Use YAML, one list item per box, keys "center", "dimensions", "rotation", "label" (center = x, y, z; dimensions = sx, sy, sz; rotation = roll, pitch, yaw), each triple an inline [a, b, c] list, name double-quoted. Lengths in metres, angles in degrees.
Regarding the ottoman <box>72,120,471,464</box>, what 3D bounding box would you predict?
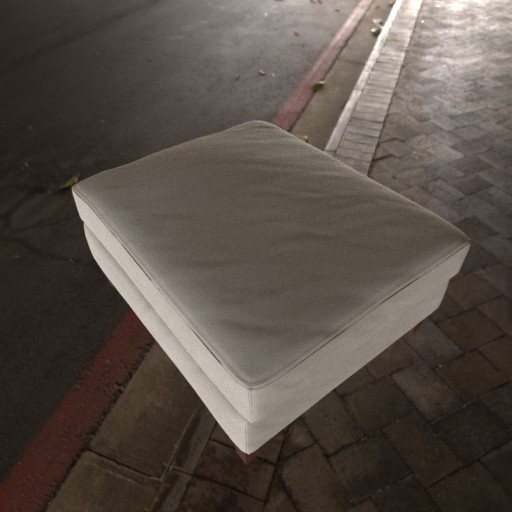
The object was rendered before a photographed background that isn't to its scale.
- center: [0.000, 0.000, 1.492]
  dimensions: [0.836, 0.492, 1.002]
  rotation: [-28, 49, -27]
  label: "ottoman"
